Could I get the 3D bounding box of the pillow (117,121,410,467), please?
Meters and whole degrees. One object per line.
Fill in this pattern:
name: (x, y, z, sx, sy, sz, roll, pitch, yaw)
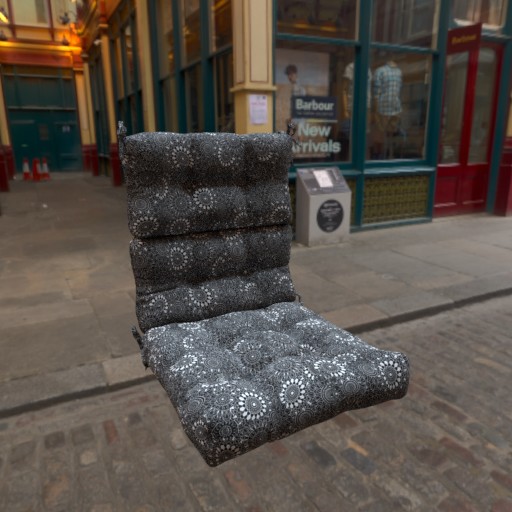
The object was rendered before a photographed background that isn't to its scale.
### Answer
pillow: (0.000, 0.000, 1.017, 0.519, 0.605, 0.571, -8, 17, -27)
